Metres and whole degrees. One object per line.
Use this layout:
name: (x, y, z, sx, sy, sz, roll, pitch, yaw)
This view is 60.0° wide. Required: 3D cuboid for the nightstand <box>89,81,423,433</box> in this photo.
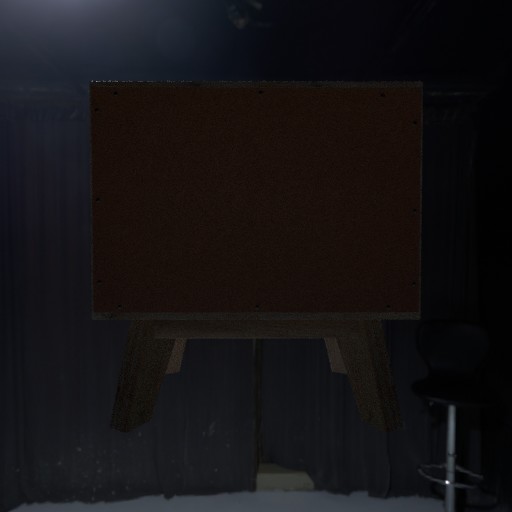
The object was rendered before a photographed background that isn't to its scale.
nightstand: (0.000, 0.000, 0.939, 0.552, 0.589, 0.396, 0, 2, 0)
